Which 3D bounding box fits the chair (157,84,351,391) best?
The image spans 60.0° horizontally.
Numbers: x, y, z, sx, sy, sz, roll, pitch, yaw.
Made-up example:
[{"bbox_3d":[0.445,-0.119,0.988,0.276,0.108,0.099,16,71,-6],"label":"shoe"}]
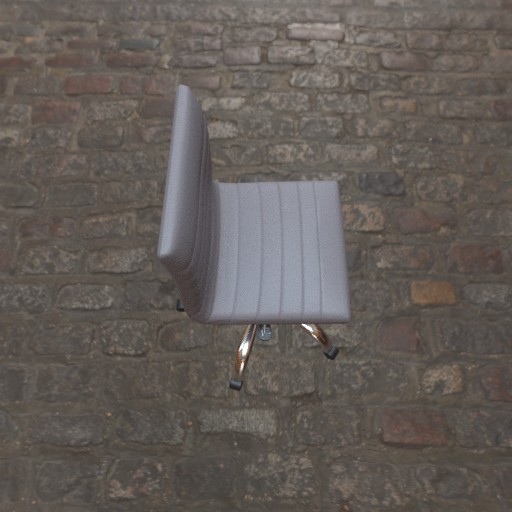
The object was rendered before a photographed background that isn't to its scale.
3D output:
[{"bbox_3d":[0.000,0.000,1.145,0.530,0.780,0.556,0,64,0],"label":"chair"}]
